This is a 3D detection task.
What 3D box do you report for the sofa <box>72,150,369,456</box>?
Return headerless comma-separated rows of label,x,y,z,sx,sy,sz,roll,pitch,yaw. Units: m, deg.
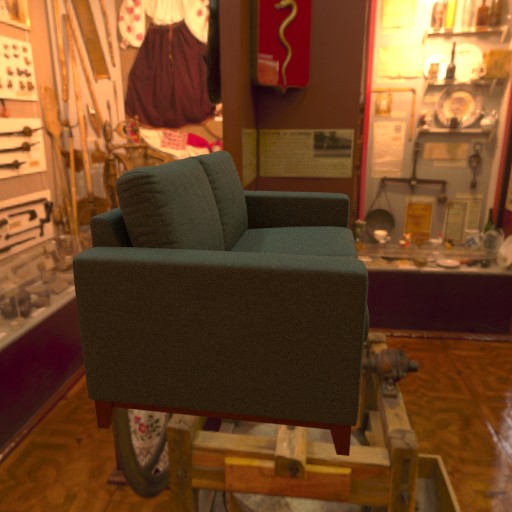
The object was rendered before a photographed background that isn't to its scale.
sofa,0.000,0.000,2.070,0.955,0.903,1.489,3,17,9
